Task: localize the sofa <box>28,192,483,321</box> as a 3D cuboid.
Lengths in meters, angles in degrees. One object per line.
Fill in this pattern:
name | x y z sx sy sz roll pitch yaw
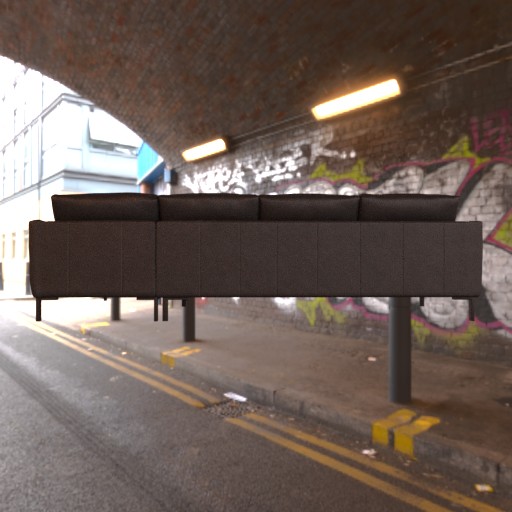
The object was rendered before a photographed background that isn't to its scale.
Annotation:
sofa | 0.000 0.000 3.612 2.993 0.859 1.471 0 0 -1
